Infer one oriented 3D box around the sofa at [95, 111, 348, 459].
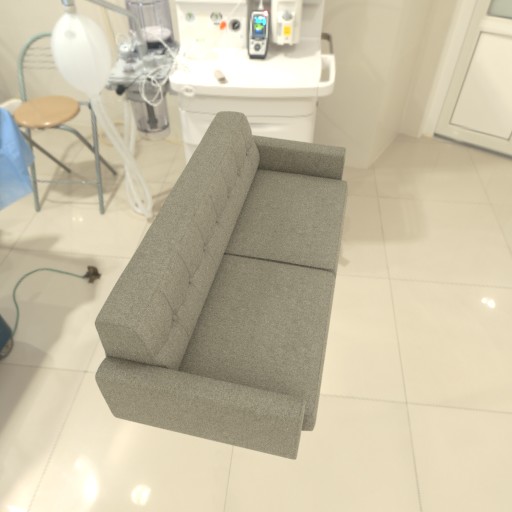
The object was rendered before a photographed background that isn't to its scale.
[{"bbox_3d":[0.000,0.000,2.632,0.968,0.873,2.055,9,47,9],"label":"sofa"}]
